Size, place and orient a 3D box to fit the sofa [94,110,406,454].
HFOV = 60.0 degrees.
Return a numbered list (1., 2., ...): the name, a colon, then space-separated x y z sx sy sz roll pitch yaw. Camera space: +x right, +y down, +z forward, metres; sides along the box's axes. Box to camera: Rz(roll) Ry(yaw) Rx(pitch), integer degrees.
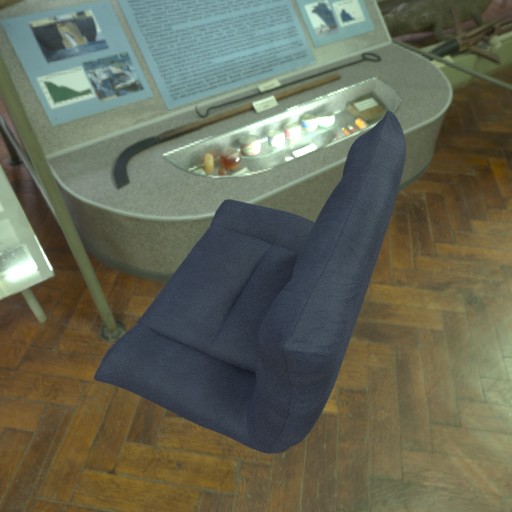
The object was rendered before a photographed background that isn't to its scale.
1. sofa: 0.000 0.000 1.672 0.849 0.778 1.122 17 49 16
